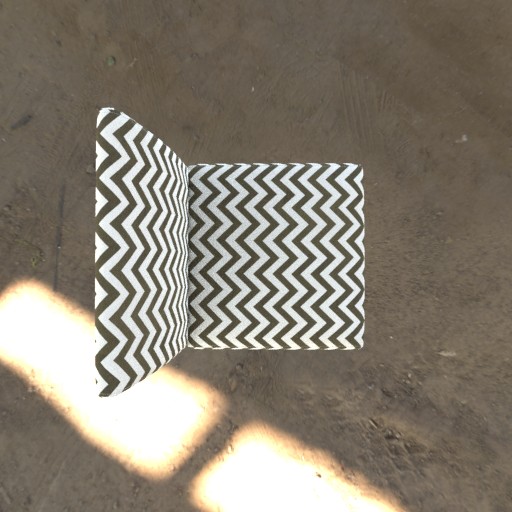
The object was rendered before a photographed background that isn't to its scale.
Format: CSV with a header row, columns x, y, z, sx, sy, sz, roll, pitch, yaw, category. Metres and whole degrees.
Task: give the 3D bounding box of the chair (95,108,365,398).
x,y,z,sx,sy,sz,roll,pitch,yaw,category
0.000,0.000,1.298,0.648,0.838,0.589,0,89,1,chair
